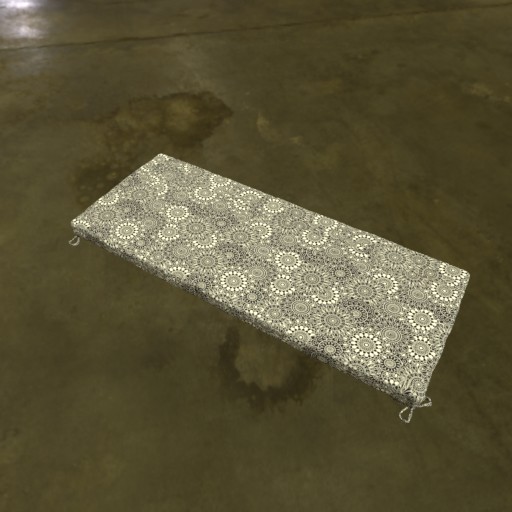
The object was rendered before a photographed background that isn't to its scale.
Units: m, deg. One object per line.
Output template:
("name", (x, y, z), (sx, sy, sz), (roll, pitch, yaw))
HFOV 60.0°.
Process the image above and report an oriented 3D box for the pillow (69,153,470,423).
("pillow", (0.000, 0.000, 1.345), (1.187, 0.081, 0.492), (24, 52, 21))
